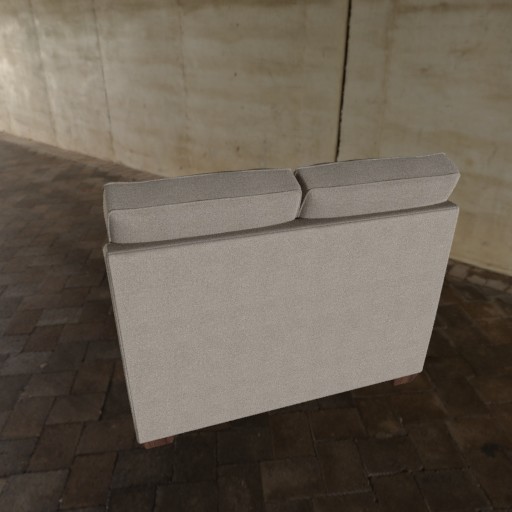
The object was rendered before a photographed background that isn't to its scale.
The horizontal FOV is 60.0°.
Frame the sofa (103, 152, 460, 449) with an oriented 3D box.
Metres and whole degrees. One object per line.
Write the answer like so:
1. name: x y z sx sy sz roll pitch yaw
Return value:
1. sofa: 0.000 0.000 1.971 1.232 1.006 0.978 -8 28 -16
